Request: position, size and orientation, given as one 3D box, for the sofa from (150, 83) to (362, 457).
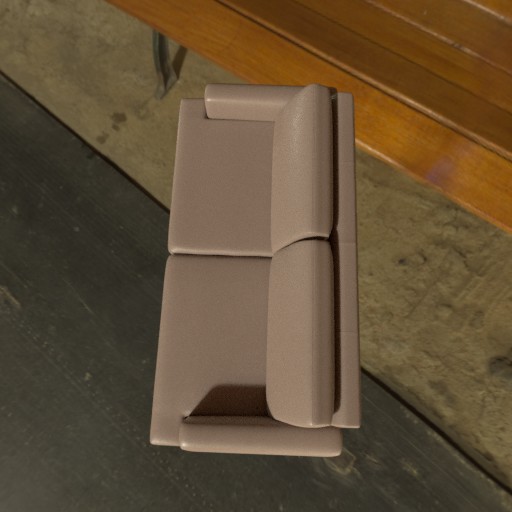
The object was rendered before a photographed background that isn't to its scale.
[{"bbox_3d":[0.000,0.000,2.374,0.974,0.765,1.940,2,75,1],"label":"sofa"}]
